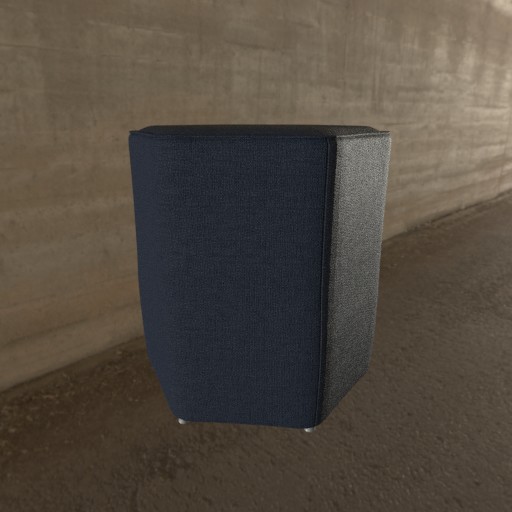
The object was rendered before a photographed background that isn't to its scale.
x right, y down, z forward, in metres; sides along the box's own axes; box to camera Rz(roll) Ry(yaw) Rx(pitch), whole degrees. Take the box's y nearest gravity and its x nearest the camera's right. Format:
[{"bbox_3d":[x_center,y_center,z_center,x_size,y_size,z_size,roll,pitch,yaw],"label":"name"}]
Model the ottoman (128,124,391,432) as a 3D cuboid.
[{"bbox_3d":[0.000,0.000,0.894,0.492,0.505,0.454,3,17,9],"label":"ottoman"}]
